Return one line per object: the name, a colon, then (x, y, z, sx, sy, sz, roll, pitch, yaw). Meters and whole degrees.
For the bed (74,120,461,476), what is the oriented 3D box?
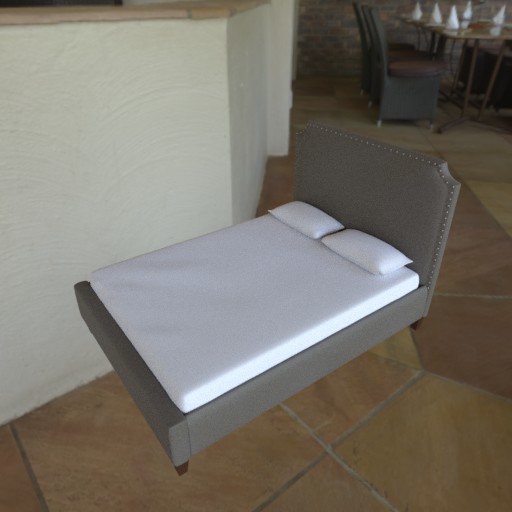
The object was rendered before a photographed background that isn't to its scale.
bed: (0.000, 0.000, 3.393, 2.372, 1.443, 1.712, -21, 37, -30)
